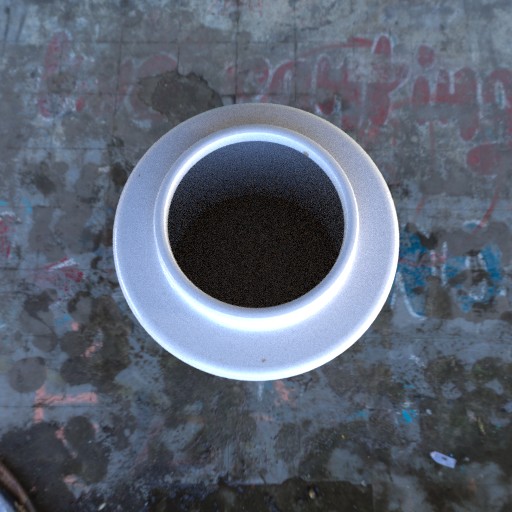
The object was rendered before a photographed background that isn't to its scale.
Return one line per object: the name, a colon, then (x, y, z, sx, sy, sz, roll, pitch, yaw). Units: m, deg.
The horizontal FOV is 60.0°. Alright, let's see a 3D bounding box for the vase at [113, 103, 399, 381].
vase: (0.000, 0.000, 0.290, 0.153, 0.167, 0.153, 0, 77, 0)
